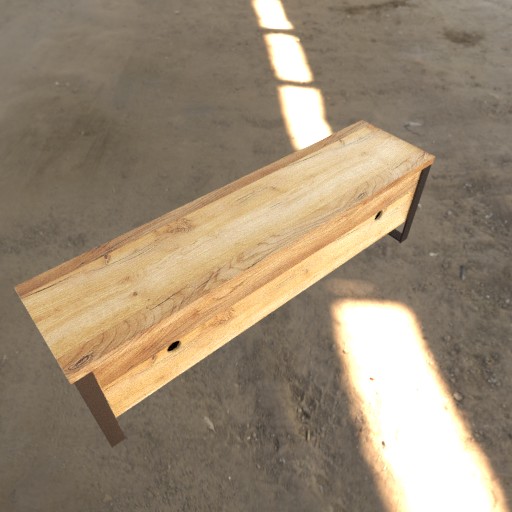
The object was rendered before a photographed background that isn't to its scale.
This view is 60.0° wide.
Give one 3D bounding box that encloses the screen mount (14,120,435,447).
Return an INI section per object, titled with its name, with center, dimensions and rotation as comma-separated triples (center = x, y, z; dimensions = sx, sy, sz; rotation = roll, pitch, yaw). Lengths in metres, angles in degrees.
[screen mount]
center = 0.000, 0.000, 1.689
dimensions = 1.524, 0.450, 0.395
rotation = -31, 53, -27
